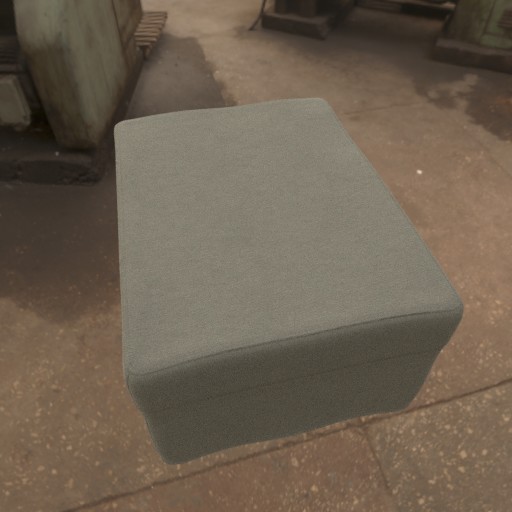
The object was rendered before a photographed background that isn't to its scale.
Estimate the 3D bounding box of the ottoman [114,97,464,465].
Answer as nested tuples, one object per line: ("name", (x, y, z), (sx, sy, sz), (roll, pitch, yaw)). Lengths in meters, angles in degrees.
("ottoman", (0.000, 0.000, 1.195), (0.648, 0.461, 0.833), (-10, 48, -9))
